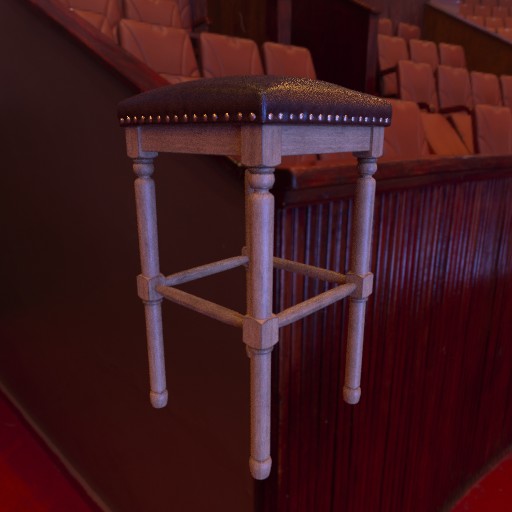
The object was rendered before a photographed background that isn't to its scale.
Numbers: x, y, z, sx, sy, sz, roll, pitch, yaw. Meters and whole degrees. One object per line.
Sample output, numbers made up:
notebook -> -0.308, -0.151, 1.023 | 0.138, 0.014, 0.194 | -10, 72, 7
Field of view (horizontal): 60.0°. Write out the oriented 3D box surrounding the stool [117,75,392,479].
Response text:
stool -> 0.000, 0.000, 0.933 | 0.383, 0.702, 0.382 | 14, 21, 41
